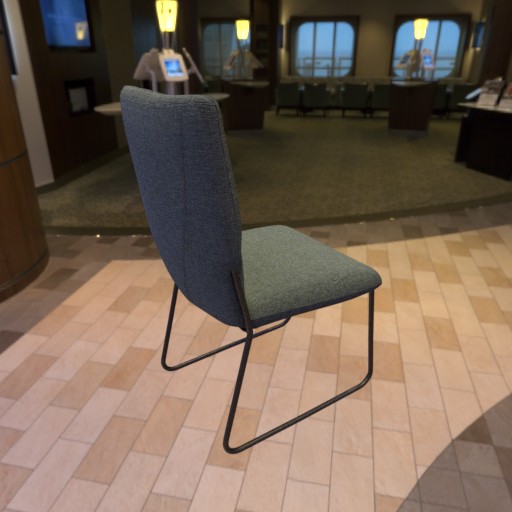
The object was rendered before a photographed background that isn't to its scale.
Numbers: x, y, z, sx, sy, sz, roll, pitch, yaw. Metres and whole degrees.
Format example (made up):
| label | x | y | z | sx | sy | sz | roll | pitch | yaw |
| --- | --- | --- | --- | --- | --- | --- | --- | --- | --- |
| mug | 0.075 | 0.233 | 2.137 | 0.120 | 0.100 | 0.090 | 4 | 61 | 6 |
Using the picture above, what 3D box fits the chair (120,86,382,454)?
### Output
| label | x | y | z | sx | sy | sz | roll | pitch | yaw |
| --- | --- | --- | --- | --- | --- | --- | --- | --- | --- |
| chair | 0.000 | 0.000 | 1.283 | 0.635 | 0.931 | 0.480 | -16 | 29 | -31 |
